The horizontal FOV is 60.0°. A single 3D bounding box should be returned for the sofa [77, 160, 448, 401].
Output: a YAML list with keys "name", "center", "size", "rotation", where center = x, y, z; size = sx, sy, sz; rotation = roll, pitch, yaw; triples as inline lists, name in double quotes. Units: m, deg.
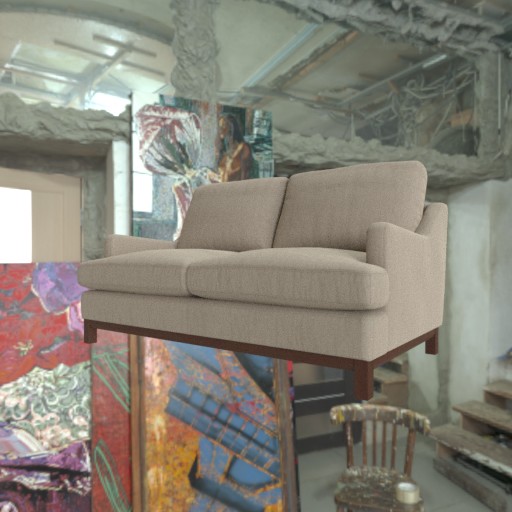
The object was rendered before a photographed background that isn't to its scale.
- name: "sofa"
  center: [0.000, 0.000, 2.224]
  size: [1.619, 0.910, 1.004]
  rotation: [0, 0, 36]
